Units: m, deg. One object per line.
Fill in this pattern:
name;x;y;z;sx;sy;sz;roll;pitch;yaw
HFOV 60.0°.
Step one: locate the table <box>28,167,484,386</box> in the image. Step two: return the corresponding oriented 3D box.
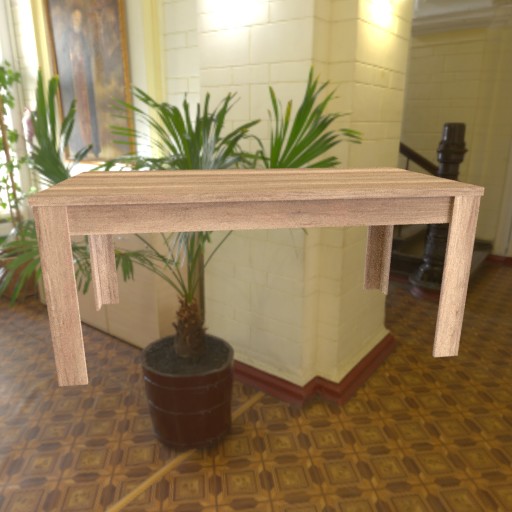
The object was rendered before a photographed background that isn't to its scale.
table;0.000;0.000;2.269;1.800;0.790;0.900;-2;17;-8
